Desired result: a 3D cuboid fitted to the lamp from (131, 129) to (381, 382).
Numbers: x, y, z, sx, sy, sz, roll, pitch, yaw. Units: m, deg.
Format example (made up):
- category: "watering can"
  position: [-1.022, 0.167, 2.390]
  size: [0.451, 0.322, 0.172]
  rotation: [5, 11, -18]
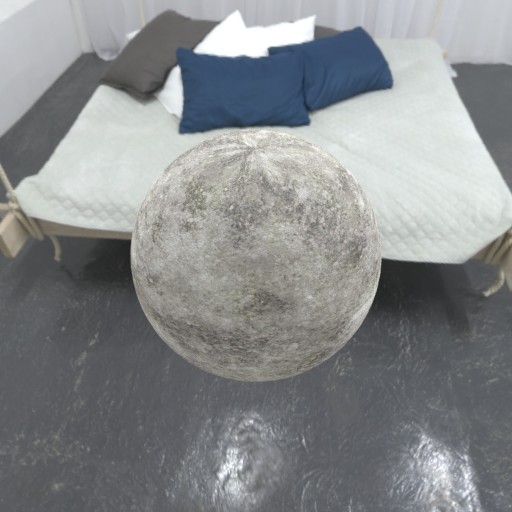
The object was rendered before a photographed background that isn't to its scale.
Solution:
- category: "lamp"
  position: [0.000, 0.000, 0.775]
  size: [0.422, 0.429, 0.422]
  rotation: [0, 46, 0]
